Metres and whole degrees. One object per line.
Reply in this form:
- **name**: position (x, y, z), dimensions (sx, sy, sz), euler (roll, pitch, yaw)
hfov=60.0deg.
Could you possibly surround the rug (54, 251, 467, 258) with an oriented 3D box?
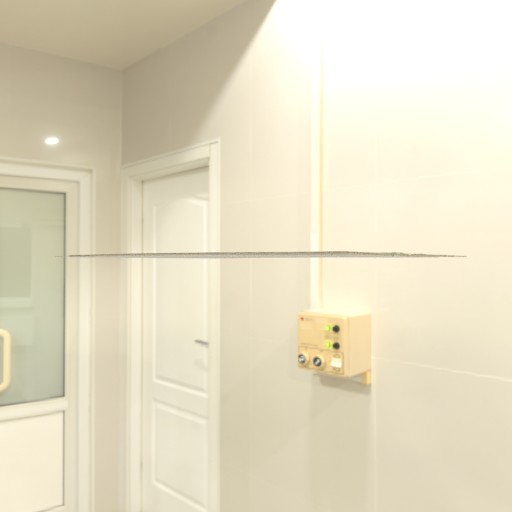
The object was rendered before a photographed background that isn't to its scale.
- **rug**: position (0.000, 0.000, 3.136), dimensions (2.465, 0.023, 1.619), euler (0, -1, 36)
